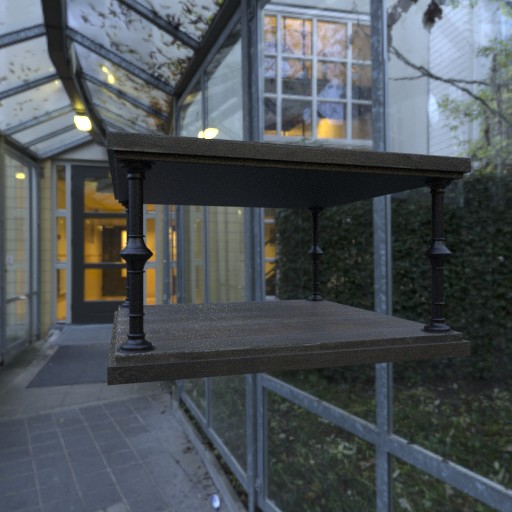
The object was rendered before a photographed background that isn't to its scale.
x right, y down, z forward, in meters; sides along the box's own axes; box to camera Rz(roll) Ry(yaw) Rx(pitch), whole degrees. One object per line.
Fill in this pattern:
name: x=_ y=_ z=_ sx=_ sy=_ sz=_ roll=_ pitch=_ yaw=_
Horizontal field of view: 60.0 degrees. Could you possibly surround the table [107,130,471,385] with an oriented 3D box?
table: x=0.000 y=0.000 z=1.128 sx=0.696 sy=0.400 sz=0.696 roll=0 pitch=1 yaw=-17
